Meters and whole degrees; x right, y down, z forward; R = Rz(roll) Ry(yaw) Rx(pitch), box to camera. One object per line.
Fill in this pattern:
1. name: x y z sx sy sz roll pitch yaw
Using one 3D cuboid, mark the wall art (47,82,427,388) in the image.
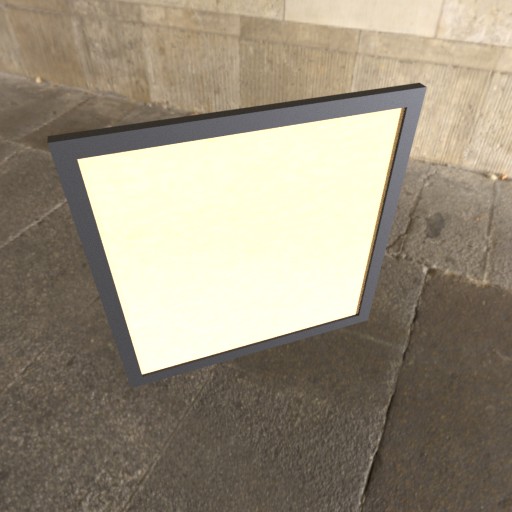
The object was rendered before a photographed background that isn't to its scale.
1. wall art: 0.000 0.000 0.519 0.356 0.356 0.013 -13 43 -14
